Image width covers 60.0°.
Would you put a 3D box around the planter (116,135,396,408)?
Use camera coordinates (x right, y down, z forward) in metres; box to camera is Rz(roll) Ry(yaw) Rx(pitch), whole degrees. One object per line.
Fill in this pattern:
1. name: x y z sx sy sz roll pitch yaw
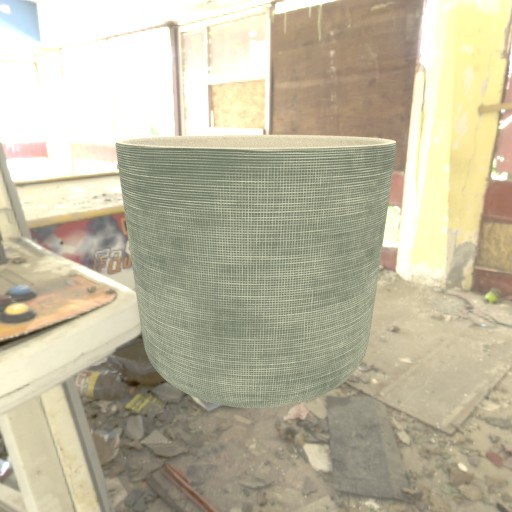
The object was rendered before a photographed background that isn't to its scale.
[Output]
1. planter: 0.000 0.000 0.783 0.440 0.398 0.440 0 17 0
